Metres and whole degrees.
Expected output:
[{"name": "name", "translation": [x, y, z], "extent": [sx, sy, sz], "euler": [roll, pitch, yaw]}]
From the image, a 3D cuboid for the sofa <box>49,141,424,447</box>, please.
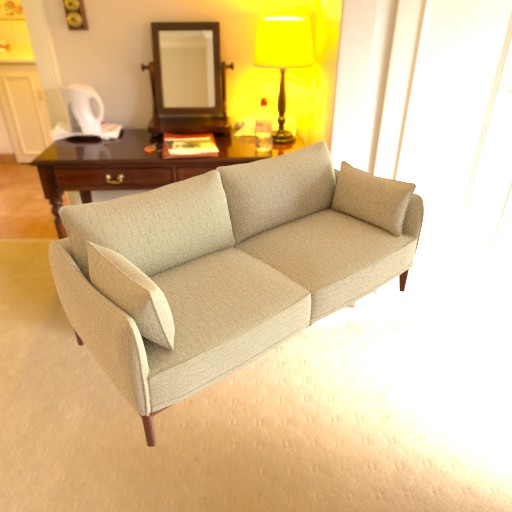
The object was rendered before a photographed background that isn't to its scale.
[{"name": "sofa", "translation": [0.000, 0.000, 2.532], "extent": [1.989, 0.860, 0.991], "euler": [-23, 38, -33]}]
